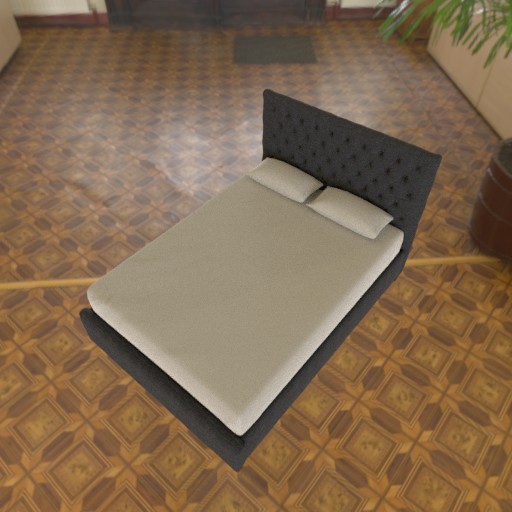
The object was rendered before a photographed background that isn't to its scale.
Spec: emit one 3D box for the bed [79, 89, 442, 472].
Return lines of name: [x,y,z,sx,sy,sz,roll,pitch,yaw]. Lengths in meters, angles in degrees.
bed: [0.000,0.000,3.546,1.698,1.427,2.387,31,54,26]
